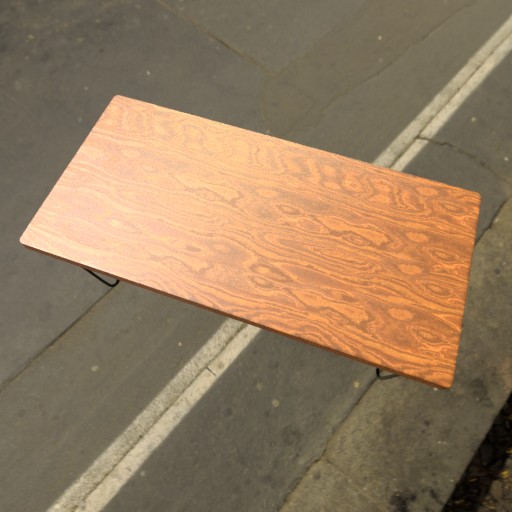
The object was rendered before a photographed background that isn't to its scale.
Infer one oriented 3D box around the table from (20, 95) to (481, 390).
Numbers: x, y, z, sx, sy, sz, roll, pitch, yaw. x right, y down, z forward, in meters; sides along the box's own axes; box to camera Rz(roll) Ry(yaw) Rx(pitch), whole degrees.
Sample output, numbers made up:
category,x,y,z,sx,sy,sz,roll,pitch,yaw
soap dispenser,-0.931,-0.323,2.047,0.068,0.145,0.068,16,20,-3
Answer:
category,x,y,z,sx,sy,sz,roll,pitch,yaw
table,0.000,0.000,2.229,1.791,0.753,0.883,18,65,8
